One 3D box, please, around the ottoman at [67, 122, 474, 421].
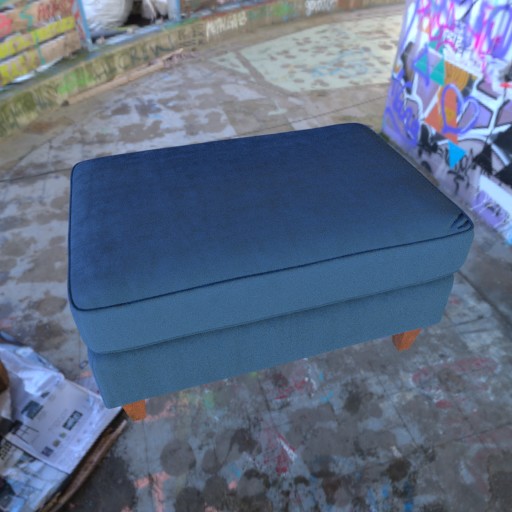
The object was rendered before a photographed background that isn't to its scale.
[{"bbox_3d":[0.000,0.000,1.191,0.862,0.484,0.583,-11,42,-13],"label":"ottoman"}]
